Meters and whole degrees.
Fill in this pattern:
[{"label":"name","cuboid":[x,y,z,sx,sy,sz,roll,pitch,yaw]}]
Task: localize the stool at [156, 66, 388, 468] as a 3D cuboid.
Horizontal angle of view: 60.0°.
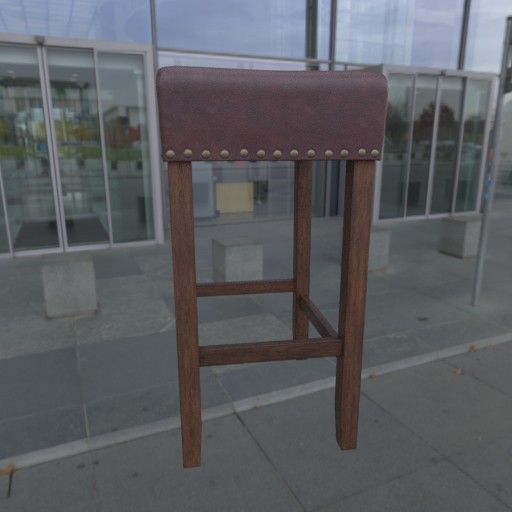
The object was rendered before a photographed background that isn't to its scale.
[{"label":"stool","cuboid":[0.000,0.000,1.045,0.401,0.769,0.465,-2,15,-9]}]
